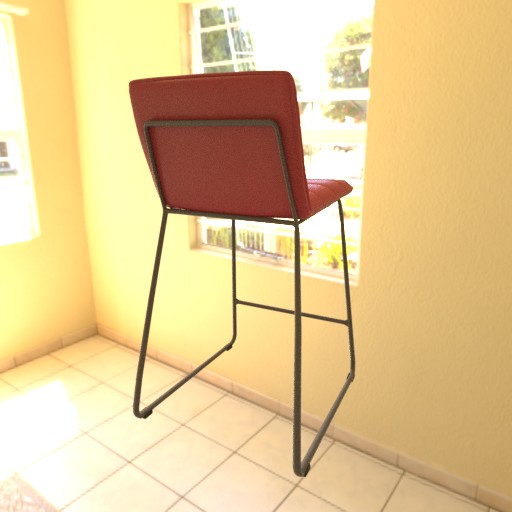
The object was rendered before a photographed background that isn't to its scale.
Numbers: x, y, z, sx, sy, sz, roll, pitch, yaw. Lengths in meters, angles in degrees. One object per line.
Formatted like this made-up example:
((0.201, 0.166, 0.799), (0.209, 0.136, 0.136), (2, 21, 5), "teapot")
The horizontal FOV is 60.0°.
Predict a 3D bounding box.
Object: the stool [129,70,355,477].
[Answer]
((0.000, 0.000, 1.192), (0.489, 0.866, 0.524), (8, 18, 26), "stool")
